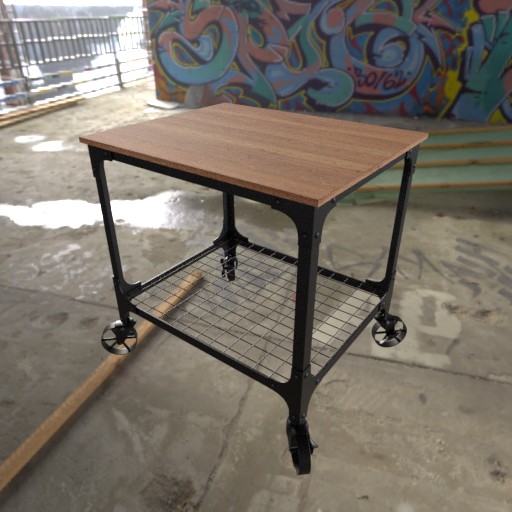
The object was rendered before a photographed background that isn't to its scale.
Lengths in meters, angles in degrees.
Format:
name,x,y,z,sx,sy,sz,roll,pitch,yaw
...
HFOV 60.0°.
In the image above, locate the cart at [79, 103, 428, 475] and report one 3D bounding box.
name,x,y,z,sx,sy,sz,roll,pitch,yaw
cart,0.000,0.000,1.110,0.666,0.603,0.558,20,35,32
